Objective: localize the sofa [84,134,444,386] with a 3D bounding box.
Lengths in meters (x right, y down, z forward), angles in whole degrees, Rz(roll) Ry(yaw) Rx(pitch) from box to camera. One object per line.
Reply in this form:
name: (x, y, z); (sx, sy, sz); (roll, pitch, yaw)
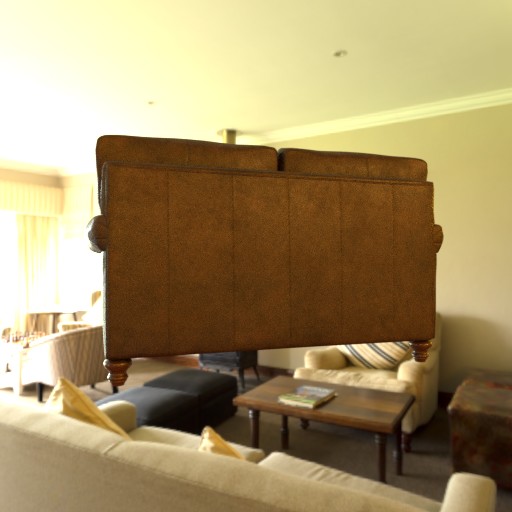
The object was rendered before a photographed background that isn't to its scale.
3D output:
sofa: (0.000, 0.000, 2.264); (1.616, 0.976, 0.990); (0, -1, -17)
